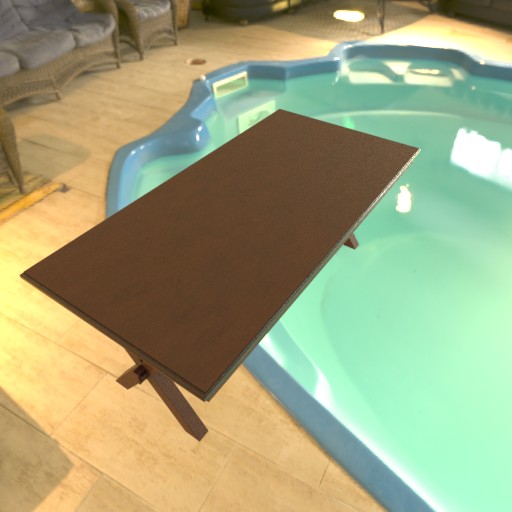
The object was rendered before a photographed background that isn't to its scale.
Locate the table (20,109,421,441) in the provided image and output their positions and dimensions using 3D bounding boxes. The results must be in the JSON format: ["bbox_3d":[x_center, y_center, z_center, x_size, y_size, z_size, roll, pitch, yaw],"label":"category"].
[{"bbox_3d":[0.000,0.000,1.485,0.594,0.459,1.197,25,47,25],"label":"table"}]
